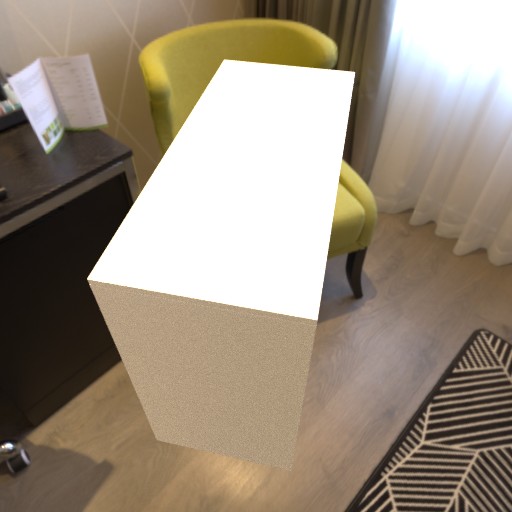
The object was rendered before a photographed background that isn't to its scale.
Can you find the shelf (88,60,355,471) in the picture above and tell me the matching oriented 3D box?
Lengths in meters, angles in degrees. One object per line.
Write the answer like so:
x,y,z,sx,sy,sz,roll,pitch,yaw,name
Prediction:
0.000,0.000,1.296,0.396,0.732,0.895,9,48,8,shelf
